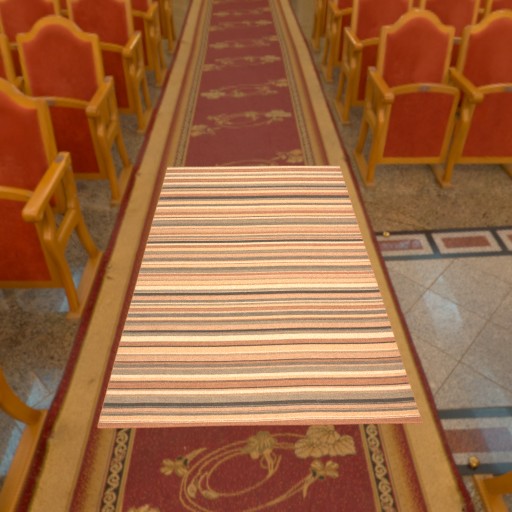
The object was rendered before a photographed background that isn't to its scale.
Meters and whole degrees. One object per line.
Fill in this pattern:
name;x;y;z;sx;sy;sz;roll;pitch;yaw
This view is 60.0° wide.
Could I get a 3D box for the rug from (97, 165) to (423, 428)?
rug;0.000;0.000;2.994;1.523;0.014;2.438;-1;41;-1
